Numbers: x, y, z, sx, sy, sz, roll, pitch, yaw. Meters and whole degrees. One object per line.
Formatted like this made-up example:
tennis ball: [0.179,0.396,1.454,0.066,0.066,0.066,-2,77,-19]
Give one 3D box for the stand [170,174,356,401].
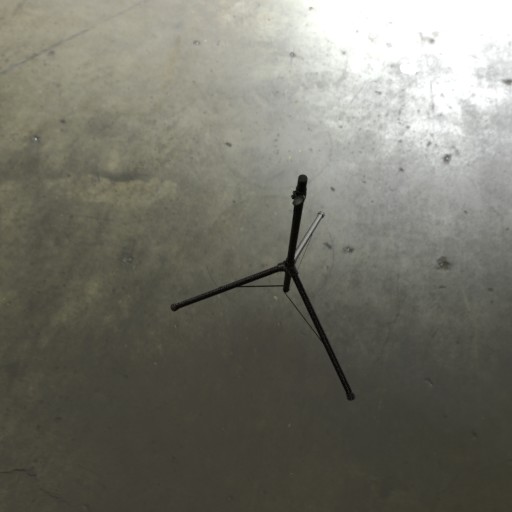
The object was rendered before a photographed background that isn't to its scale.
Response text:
stand: [0.000,0.000,2.820,1.339,1.595,1.596,-3,63,-1]
